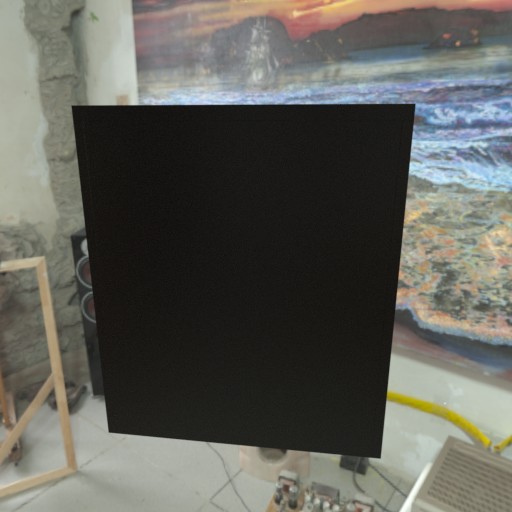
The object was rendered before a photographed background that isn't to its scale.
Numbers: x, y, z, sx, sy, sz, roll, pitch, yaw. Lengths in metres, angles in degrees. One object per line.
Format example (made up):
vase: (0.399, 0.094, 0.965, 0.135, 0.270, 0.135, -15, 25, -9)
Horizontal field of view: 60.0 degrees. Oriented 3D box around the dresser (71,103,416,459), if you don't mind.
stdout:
dresser: (0.000, 0.000, 0.747, 0.400, 0.470, 0.360, 2, 17, 7)
